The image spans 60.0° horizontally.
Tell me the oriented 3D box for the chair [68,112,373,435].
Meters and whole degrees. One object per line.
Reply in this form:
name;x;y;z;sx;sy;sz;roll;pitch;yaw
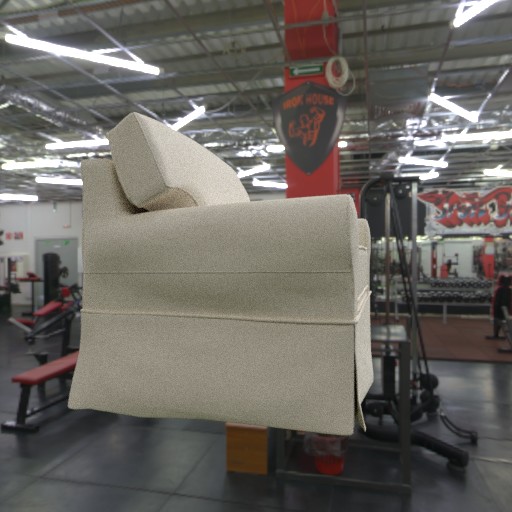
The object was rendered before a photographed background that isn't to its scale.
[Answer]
chair;0.000;0.000;1.762;0.904;0.958;1.099;0;0;17
